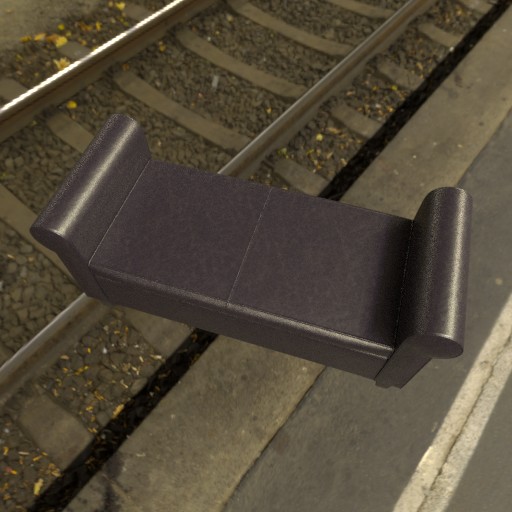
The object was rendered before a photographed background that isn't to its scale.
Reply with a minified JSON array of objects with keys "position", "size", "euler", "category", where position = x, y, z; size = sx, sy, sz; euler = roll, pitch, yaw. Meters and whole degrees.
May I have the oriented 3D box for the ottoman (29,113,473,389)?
[{"position":[0.000,0.000,1.529],"size":[1.256,0.547,0.521],"euler":[15,59,9],"category":"ottoman"}]
